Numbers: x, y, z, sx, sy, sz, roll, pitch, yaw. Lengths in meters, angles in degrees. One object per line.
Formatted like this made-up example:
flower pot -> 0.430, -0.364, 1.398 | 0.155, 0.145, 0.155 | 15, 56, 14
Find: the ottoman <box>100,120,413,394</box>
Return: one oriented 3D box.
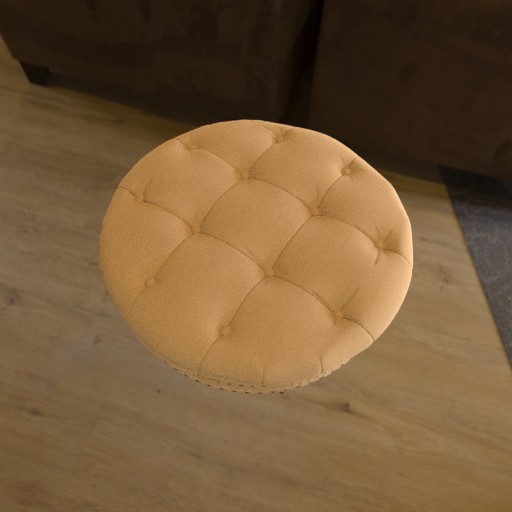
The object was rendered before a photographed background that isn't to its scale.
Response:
ottoman -> 0.000, 0.000, 1.411 | 0.901, 0.439, 0.901 | 0, 58, 0
